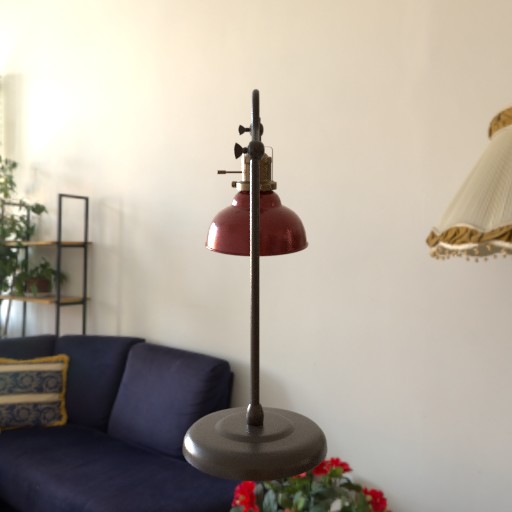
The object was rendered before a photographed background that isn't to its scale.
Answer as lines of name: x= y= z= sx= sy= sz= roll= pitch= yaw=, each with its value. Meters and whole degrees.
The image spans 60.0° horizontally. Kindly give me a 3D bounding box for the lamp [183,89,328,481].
lamp: x=0.000 y=0.000 z=0.686 sx=0.192 sy=0.508 sz=0.374 roll=0 pitch=0 yaw=1
